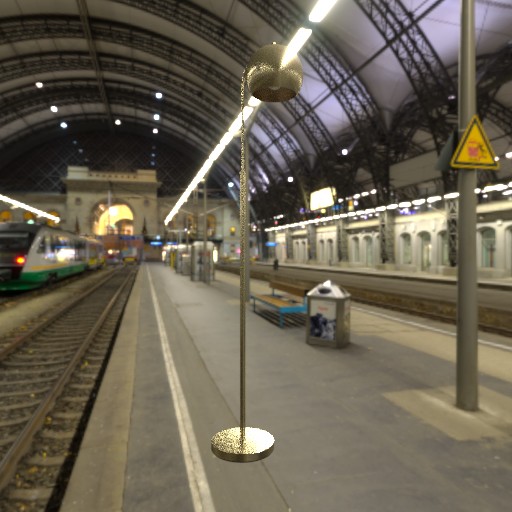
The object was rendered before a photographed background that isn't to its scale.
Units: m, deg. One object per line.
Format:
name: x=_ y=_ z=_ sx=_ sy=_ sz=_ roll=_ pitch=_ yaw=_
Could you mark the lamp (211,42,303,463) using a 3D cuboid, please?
lamp: x=0.000 y=0.000 z=1.679 sx=0.250 sy=1.526 sz=0.431 roll=0 pitch=0 yaw=-35
